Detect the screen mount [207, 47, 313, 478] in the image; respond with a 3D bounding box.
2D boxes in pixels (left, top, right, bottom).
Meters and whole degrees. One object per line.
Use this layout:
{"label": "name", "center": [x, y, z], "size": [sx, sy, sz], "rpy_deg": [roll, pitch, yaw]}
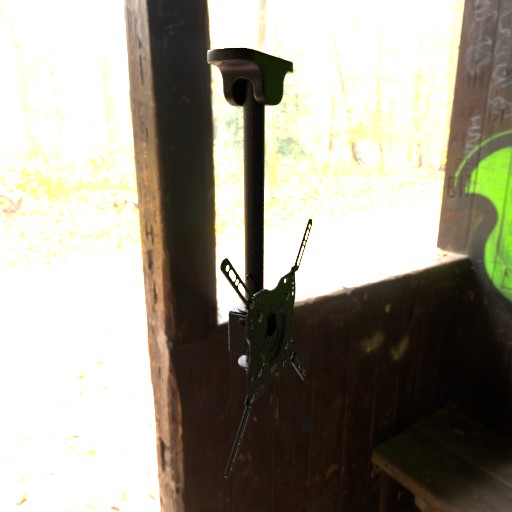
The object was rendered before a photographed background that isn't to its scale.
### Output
{"label": "screen mount", "center": [0.000, 0.000, 0.880], "size": [0.090, 0.729, 0.393], "rpy_deg": [8, 18, 27]}
